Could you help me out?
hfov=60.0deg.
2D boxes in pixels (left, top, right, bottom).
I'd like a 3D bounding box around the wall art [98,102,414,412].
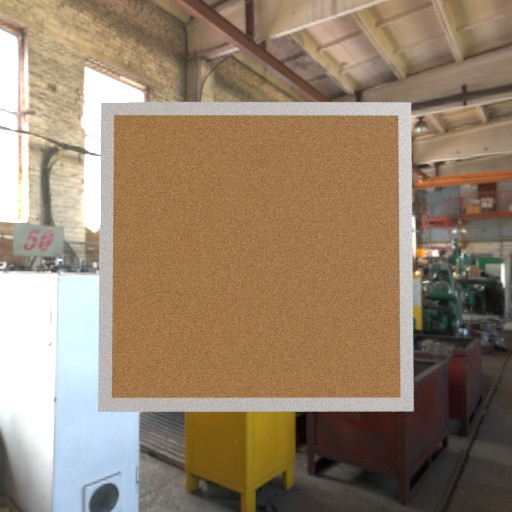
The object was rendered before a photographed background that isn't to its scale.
[{"bbox_3d":[0.000,0.000,0.451,0.305,0.302,0.038,0,-1,0],"label":"wall art"}]
